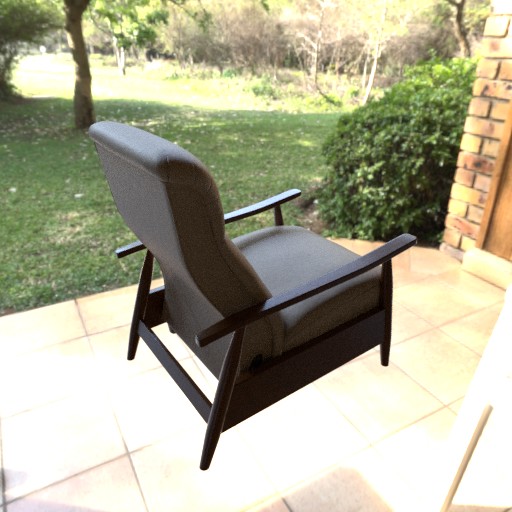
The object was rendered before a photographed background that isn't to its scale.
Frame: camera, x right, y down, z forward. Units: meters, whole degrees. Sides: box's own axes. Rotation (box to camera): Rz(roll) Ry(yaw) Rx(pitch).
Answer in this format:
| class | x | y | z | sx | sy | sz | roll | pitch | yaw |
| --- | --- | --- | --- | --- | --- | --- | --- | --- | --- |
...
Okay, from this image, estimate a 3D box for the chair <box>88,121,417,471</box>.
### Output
| class | x | y | z | sx | sy | sz | roll | pitch | yaw |
| --- | --- | --- | --- | --- | --- | --- | --- | --- | --- |
| chair | 0.000 | 0.000 | 1.791 | 1.030 | 1.082 | 0.762 | -17 | 32 | -31 |
